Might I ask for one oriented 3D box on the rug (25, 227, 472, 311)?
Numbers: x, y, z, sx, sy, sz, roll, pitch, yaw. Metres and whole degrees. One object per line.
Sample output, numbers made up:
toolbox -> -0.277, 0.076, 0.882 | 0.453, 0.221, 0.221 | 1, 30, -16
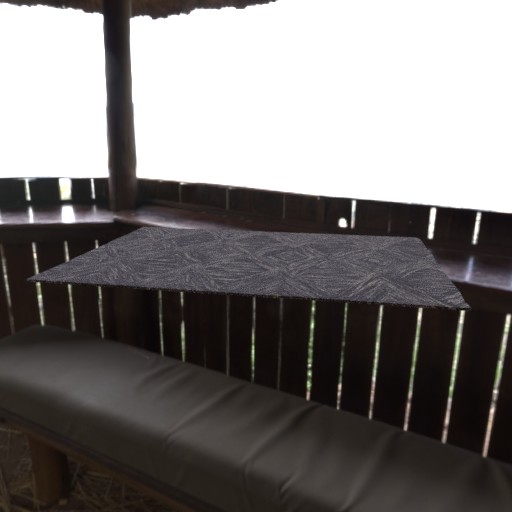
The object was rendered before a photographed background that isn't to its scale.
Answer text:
rug -> 0.000, 0.000, 2.319 | 1.814, 0.012, 1.186 | 3, 15, 10
